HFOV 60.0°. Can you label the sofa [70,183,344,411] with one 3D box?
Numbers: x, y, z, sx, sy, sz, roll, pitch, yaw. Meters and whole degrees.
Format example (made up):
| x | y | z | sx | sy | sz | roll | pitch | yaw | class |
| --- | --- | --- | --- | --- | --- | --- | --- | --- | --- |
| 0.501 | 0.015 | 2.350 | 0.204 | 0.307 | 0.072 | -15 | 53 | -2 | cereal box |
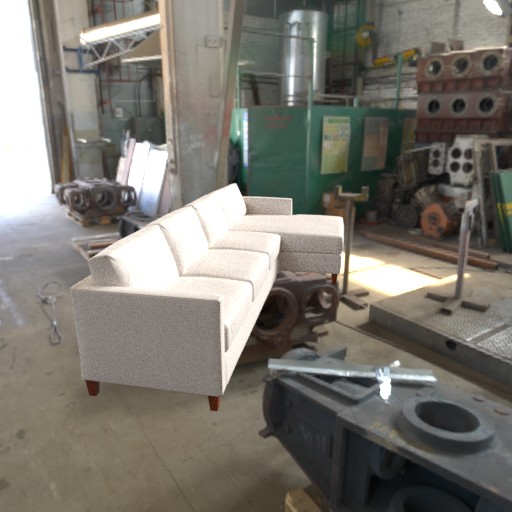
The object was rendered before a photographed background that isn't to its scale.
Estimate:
| x | y | z | sx | sy | sz | roll | pitch | yaw | class |
| --- | --- | --- | --- | --- | --- | --- | --- | --- | --- |
| 0.000 | 0.000 | 4.146 | 1.606 | 0.954 | 3.471 | 3 | 17 | 11 | sofa |
